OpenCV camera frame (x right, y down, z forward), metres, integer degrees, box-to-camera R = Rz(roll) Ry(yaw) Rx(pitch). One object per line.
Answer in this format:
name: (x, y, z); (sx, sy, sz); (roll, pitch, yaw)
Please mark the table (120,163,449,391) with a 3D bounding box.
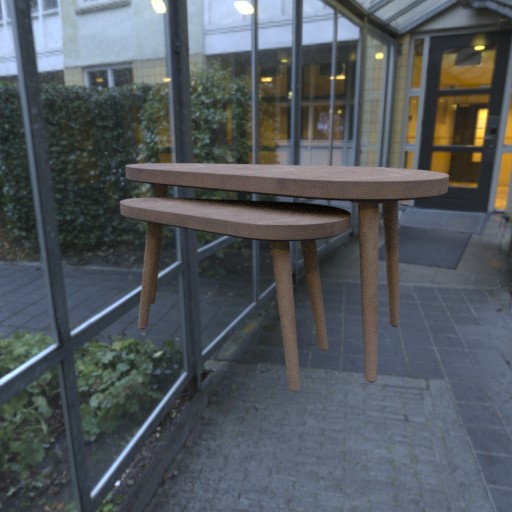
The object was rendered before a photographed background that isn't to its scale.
table: (0.000, 0.000, 1.568); (1.190, 0.595, 0.701); (7, 17, 25)
